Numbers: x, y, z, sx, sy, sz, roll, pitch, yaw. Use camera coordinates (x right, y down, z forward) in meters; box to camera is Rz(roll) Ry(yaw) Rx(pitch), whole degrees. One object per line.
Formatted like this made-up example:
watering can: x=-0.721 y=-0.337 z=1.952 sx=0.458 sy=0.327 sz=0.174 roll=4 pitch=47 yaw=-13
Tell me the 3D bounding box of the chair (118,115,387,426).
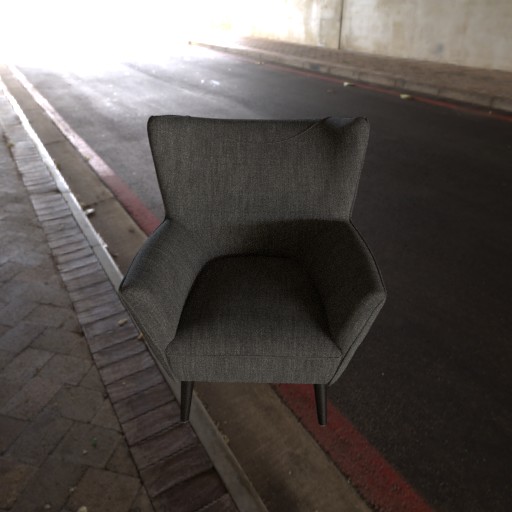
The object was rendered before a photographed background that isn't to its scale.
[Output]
chair: x=0.000 y=0.000 z=1.644 sx=0.781 sy=0.933 sz=0.888 roll=1 pitch=30 yaw=1
